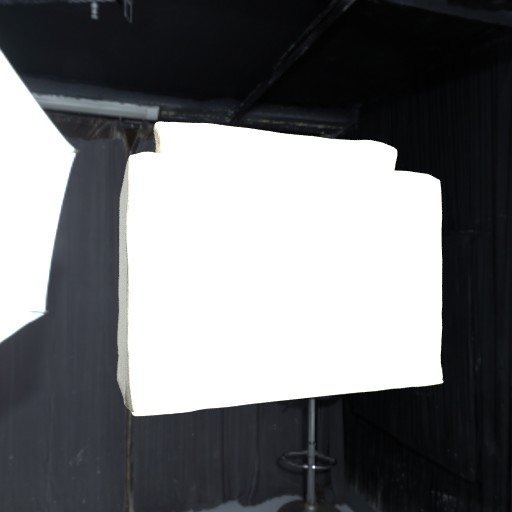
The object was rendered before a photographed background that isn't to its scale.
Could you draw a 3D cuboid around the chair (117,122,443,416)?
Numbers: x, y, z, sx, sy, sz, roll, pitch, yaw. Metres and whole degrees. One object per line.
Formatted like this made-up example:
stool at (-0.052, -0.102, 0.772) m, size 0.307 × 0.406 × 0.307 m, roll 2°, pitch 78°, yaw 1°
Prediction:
chair at (0.000, 0.000, 1.767) m, size 1.057 × 0.867 × 0.949 m, roll 0°, pitch -1°, yaw -19°
